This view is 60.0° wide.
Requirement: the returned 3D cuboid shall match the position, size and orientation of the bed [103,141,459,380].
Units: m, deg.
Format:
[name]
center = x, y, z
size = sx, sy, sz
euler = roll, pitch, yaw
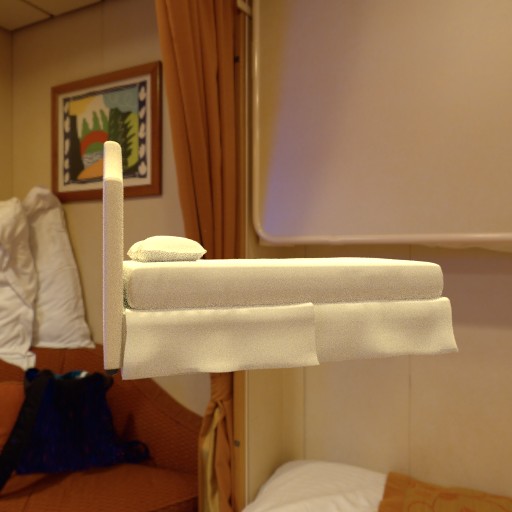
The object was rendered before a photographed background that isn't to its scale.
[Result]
[bed]
center = 0.000, 0.000, 4.258
size = 2.773, 1.590, 2.350
euler = 0, 0, -19
